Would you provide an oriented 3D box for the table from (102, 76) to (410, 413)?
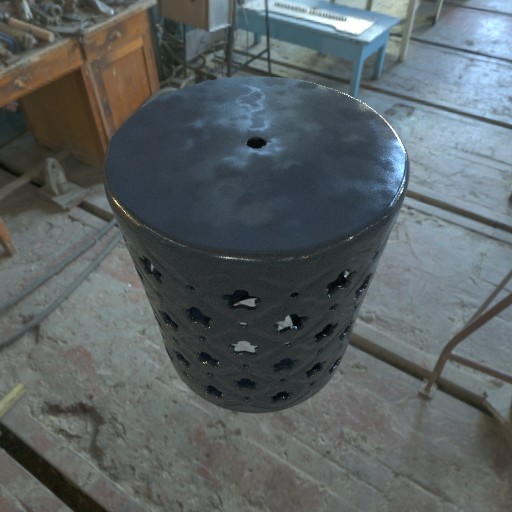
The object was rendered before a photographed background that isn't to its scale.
[{"bbox_3d":[0.000,0.000,0.650,0.352,0.387,0.352,0,48,0],"label":"table"}]
